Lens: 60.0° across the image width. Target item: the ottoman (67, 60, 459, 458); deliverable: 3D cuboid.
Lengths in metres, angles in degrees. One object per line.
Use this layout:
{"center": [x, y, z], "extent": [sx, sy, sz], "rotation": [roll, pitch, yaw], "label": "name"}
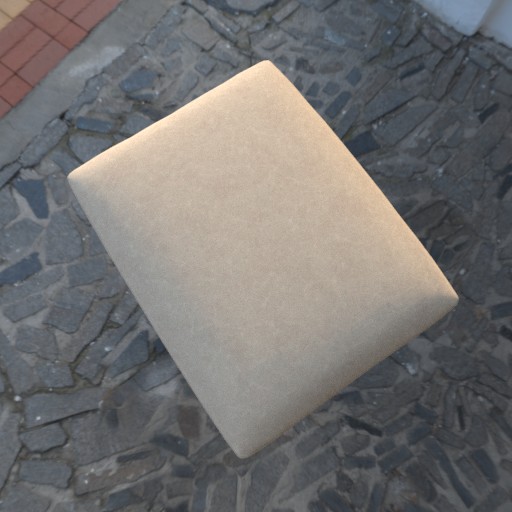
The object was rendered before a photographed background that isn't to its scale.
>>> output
{"center": [0.000, 0.000, 1.147], "extent": [0.584, 0.513, 0.741], "rotation": [-33, 78, -8], "label": "ottoman"}
